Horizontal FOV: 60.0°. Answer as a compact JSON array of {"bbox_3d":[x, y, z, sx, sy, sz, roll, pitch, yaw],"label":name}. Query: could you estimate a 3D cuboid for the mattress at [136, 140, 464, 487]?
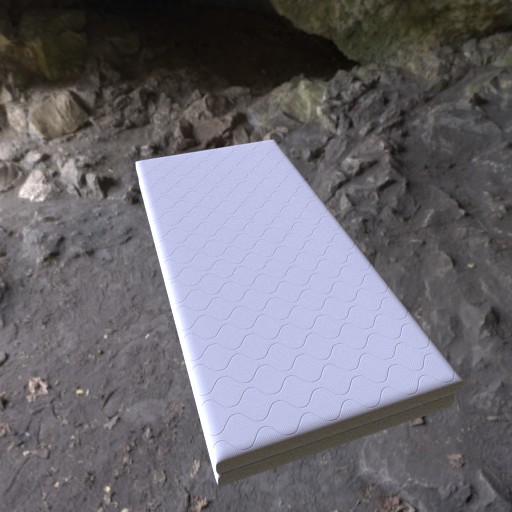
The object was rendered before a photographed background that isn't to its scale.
[{"bbox_3d":[0.000,0.000,2.159,0.900,0.200,1.900,-13,43,-14],"label":"mattress"}]
